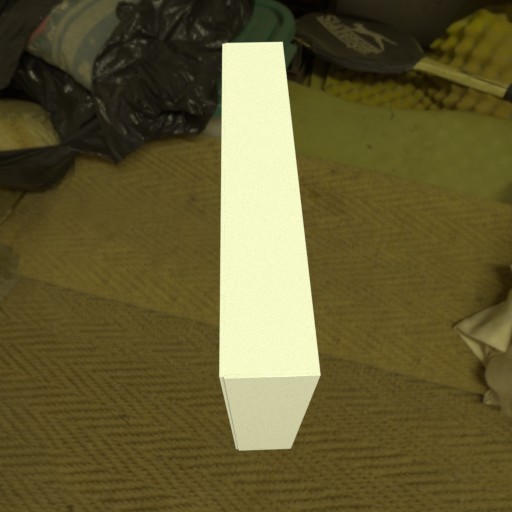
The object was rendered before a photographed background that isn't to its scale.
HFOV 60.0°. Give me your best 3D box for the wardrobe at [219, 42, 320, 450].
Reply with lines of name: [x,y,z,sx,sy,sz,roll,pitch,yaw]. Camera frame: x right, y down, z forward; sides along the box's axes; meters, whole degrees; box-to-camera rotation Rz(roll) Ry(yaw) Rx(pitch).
wardrobe: [0.000,0.000,4.140,0.580,2.360,3.000,-2,58,-1]
